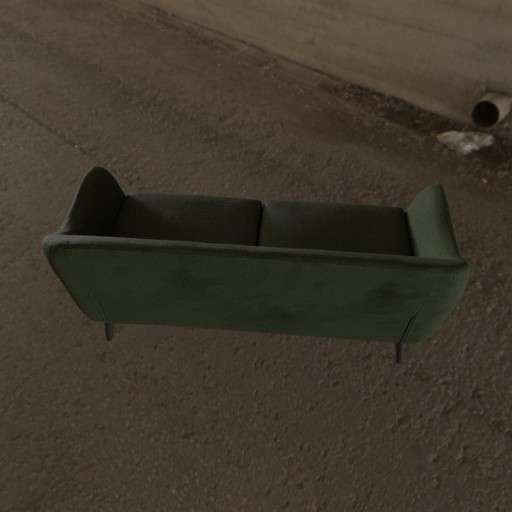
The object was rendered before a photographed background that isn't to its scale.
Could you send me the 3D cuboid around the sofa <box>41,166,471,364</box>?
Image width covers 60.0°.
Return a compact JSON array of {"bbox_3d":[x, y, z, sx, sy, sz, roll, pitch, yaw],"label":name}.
[{"bbox_3d":[0.000,0.000,2.167,1.840,0.836,0.820,4,47,4],"label":"sofa"}]
